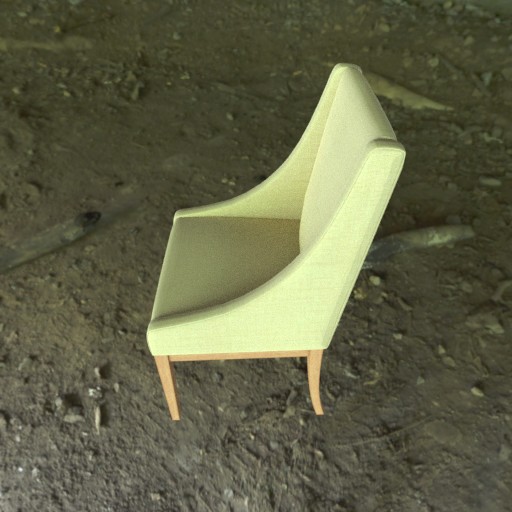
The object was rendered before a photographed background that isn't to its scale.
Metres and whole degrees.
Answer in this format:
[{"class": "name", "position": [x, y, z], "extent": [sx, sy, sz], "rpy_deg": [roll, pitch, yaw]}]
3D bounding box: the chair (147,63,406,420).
[{"class": "chair", "position": [0.000, 0.000, 1.402], "extent": [0.611, 1.021, 0.575], "rpy_deg": [0, 41, 0]}]
